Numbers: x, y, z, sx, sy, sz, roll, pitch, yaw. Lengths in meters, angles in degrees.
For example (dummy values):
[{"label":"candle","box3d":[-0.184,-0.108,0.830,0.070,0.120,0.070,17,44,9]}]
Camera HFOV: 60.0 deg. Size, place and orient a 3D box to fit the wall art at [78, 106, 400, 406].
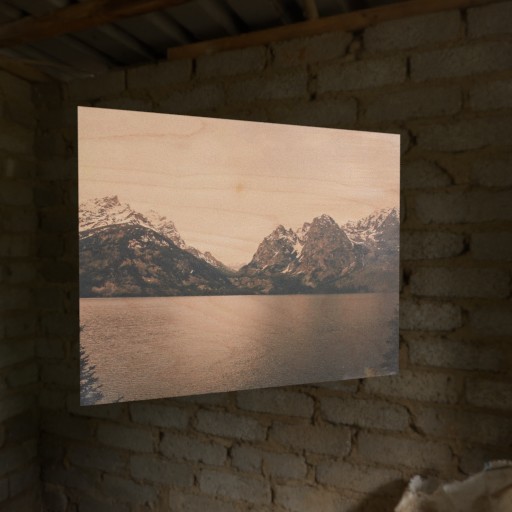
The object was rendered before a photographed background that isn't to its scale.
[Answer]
[{"label":"wall art","box3d":[0.000,0.000,0.683,0.508,0.408,0.010,0,1,-17]}]
